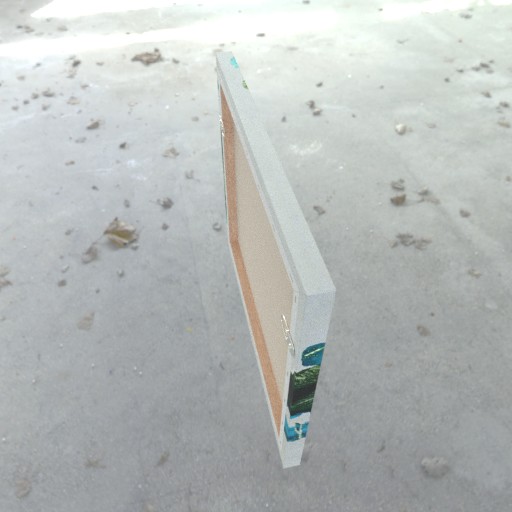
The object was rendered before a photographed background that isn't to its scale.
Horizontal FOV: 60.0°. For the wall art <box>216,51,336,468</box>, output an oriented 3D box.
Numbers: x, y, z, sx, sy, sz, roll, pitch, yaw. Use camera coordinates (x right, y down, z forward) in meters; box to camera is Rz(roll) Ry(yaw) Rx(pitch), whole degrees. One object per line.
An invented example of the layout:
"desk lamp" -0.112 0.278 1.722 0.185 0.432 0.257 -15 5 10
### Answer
"wall art" 0.000 0.000 0.986 0.043 0.610 0.711 -9 47 -8
